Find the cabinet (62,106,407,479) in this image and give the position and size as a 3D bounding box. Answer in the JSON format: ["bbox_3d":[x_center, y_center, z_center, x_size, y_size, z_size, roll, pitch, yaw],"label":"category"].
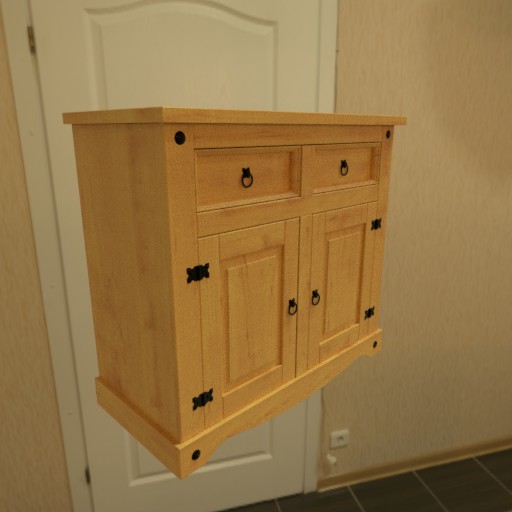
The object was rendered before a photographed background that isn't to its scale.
[{"bbox_3d":[0.000,0.000,1.382,0.920,0.840,0.450,-15,22,-42],"label":"cabinet"}]
